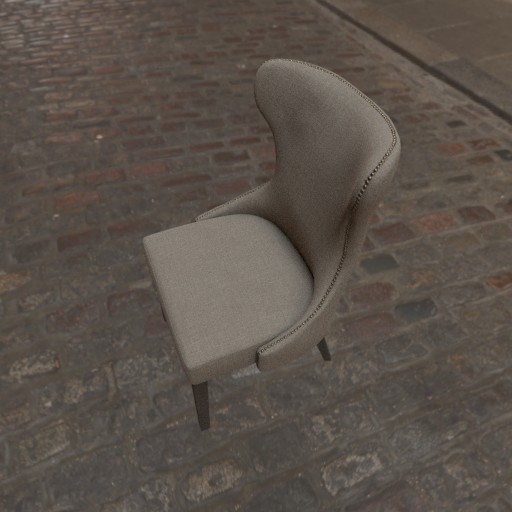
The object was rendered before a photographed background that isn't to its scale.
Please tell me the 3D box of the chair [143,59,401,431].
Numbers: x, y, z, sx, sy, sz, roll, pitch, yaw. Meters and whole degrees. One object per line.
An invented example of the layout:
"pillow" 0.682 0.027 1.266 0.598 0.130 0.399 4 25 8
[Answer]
"chair" 0.000 0.000 1.387 0.635 0.967 0.628 -17 49 -15
